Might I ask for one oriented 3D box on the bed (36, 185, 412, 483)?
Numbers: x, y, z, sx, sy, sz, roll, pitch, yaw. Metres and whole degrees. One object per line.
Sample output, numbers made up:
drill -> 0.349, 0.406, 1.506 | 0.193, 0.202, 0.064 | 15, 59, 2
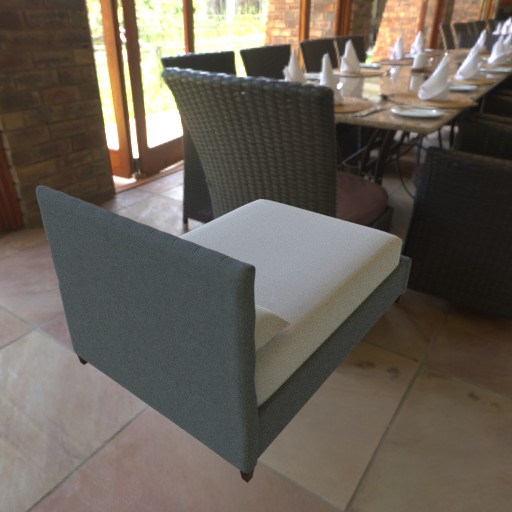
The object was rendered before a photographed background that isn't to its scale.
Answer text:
bed -> 0.000, 0.000, 3.408 | 1.698, 1.411, 2.335 | 20, 34, 32
